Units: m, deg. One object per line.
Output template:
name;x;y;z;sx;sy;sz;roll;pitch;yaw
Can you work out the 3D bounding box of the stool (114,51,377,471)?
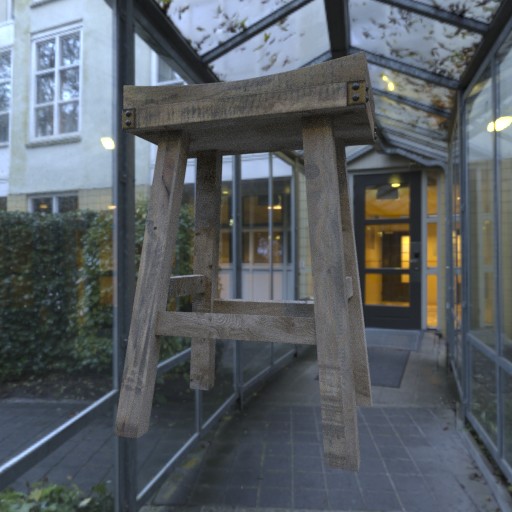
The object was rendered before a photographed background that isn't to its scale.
stool;0.000;0.000;0.875;0.450;0.635;0.330;0;0;18
